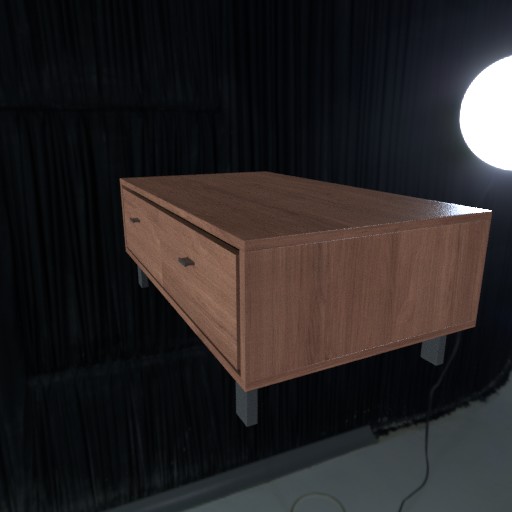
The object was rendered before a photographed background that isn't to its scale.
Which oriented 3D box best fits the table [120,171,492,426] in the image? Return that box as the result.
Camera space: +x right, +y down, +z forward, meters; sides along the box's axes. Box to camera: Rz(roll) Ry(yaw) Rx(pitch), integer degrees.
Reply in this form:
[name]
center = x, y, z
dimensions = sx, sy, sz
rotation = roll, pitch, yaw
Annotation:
[table]
center = 0.000, 0.000, 1.293
dimensions = 0.600, 0.380, 1.020
rotation = -8, 18, -26
